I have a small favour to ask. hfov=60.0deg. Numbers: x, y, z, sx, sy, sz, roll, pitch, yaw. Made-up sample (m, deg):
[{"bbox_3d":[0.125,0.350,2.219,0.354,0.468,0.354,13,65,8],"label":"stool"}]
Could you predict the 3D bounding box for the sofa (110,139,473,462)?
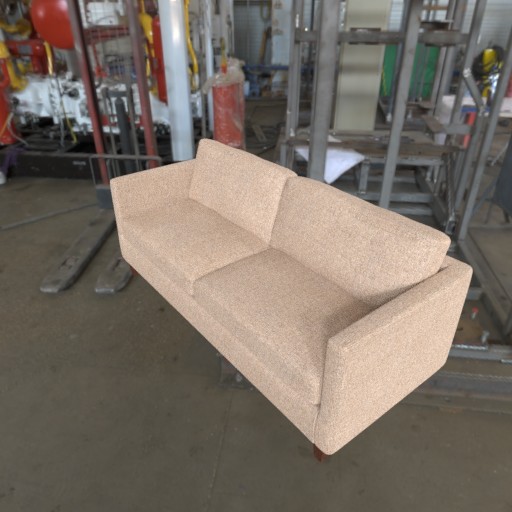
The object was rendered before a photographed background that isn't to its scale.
[{"bbox_3d":[0.000,0.000,2.733,0.951,0.965,2.208,-22,37,-32],"label":"sofa"}]
